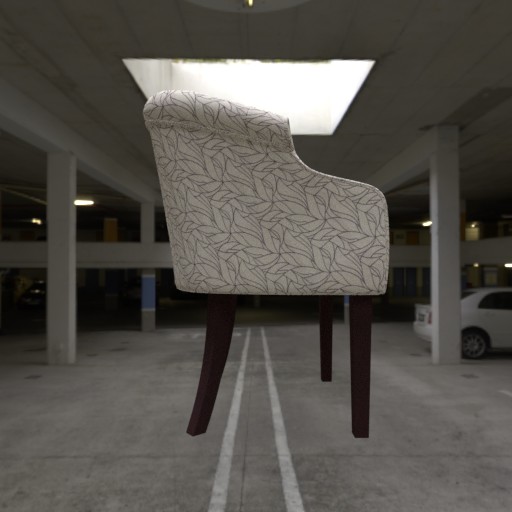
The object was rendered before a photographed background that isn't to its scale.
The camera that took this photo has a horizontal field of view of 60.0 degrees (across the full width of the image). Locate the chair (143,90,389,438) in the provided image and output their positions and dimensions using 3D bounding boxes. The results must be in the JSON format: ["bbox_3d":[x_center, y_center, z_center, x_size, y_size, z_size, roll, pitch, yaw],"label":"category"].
[{"bbox_3d":[0.000,0.000,1.299,0.613,0.858,0.686,0,-1,0],"label":"chair"}]
